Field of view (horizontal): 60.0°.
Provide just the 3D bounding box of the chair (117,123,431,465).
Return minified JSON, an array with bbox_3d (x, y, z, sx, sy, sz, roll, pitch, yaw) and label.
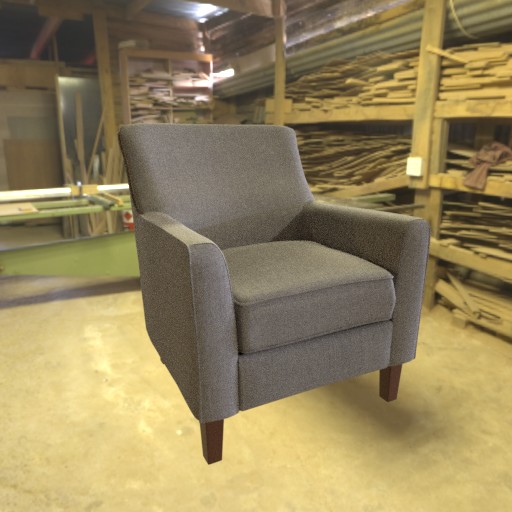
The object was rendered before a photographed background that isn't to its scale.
[{"bbox_3d":[0.000,0.000,1.790,0.887,1.047,0.993,-8,17,-26],"label":"chair"}]
